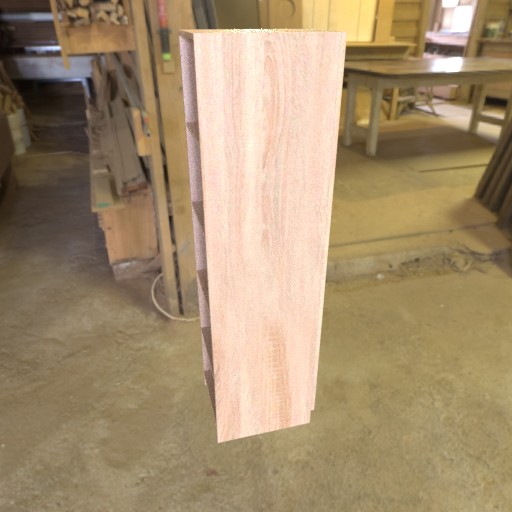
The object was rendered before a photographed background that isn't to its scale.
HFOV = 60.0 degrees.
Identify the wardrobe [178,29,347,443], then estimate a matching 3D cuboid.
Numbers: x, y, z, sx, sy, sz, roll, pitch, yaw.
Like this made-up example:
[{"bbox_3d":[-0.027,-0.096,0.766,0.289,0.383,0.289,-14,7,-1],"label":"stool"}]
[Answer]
[{"bbox_3d":[0.000,0.000,2.336,0.588,2.117,0.496,-7,29,-13],"label":"wardrobe"}]
